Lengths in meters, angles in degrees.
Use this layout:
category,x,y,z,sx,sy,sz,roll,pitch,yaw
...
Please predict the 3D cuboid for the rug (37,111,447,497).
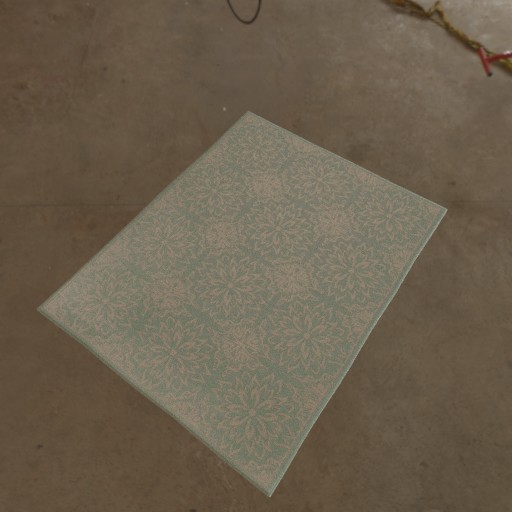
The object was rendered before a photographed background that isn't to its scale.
category,x,y,z,sx,sy,sz,roll,pitch,yaw
rug,0.000,0.000,3.958,2.363,0.012,2.980,31,64,18
